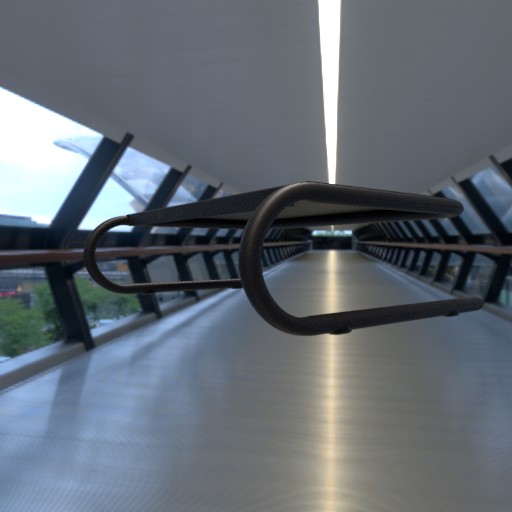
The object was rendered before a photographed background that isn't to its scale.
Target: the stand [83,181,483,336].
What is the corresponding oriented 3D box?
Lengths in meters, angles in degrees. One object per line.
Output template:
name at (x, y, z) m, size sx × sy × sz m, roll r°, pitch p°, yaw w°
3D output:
stand at (0.000, 0.000, 0.497) m, size 0.280 × 0.108 × 0.370 m, roll -1°, pitch 1°, yaw -36°
